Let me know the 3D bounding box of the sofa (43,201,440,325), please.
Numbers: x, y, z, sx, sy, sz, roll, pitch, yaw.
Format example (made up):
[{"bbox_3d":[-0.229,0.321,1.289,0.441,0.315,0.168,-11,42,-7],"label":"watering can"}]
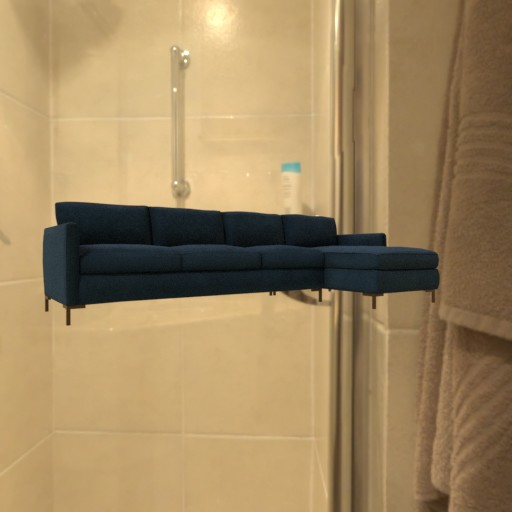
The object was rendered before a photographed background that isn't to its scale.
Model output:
[{"bbox_3d":[0.000,0.000,3.516,2.932,0.810,1.350,0,1,-34],"label":"sofa"}]
